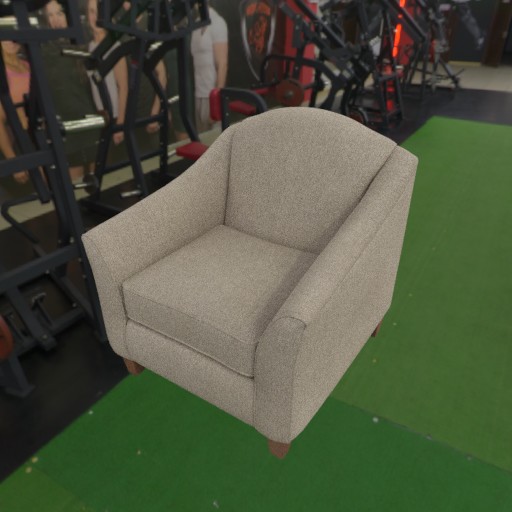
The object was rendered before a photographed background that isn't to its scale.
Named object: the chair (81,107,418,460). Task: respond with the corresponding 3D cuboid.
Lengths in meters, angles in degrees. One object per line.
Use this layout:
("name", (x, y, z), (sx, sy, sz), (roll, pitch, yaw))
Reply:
("chair", (0.000, 0.000, 1.473), (0.763, 0.839, 0.787), (18, 34, 29))
